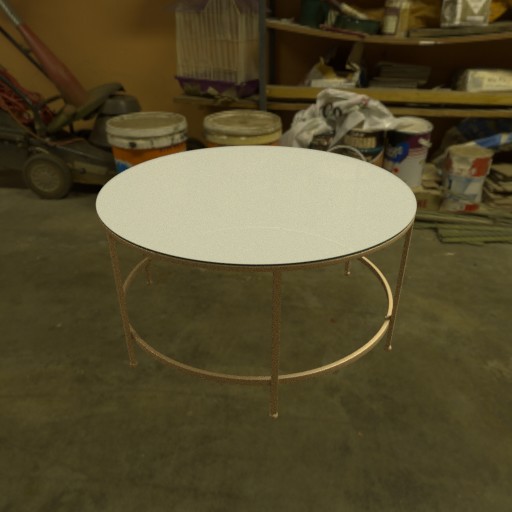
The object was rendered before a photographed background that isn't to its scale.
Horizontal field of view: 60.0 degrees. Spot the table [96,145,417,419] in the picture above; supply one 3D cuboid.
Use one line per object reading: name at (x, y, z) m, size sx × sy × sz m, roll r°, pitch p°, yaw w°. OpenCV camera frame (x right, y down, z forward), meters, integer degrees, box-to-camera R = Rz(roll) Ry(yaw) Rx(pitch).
table at (0.000, 0.000, 1.433) m, size 0.914 × 0.470 × 0.914 m, roll 0°, pitch 29°, yaw 0°
